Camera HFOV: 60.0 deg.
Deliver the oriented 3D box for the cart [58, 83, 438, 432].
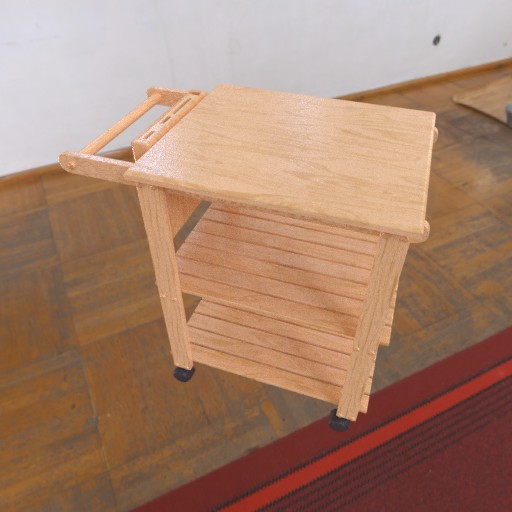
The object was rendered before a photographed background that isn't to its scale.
[{"bbox_3d":[0.000,0.000,1.334,0.843,0.816,0.520,13,44,14],"label":"cart"}]
